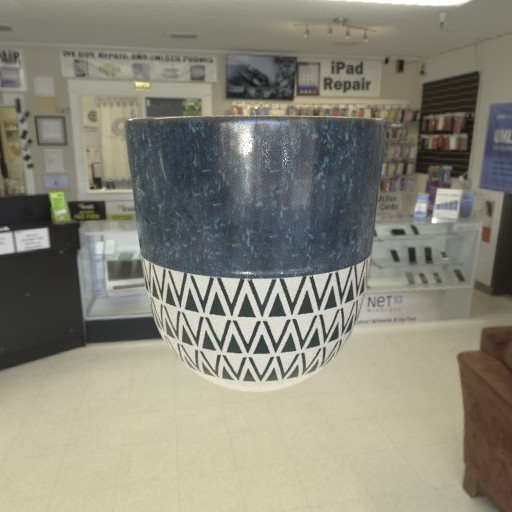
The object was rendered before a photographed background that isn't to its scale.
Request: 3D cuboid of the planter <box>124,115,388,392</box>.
[{"bbox_3d":[0.000,0.000,0.368,0.195,0.214,0.195,0,15,0],"label":"planter"}]
